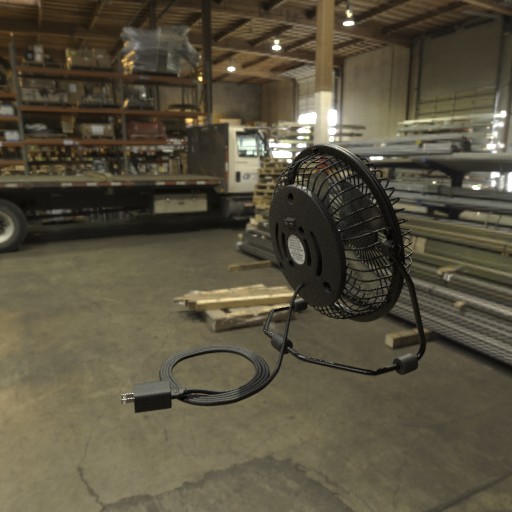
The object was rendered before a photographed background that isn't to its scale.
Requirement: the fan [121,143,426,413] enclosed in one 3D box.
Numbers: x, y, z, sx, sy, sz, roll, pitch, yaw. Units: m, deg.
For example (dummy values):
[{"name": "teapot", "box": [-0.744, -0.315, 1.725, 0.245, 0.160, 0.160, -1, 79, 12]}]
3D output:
[{"name": "fan", "box": [0.000, 0.000, 0.307, 0.202, 0.152, 0.153, -7, 15, -26]}]
